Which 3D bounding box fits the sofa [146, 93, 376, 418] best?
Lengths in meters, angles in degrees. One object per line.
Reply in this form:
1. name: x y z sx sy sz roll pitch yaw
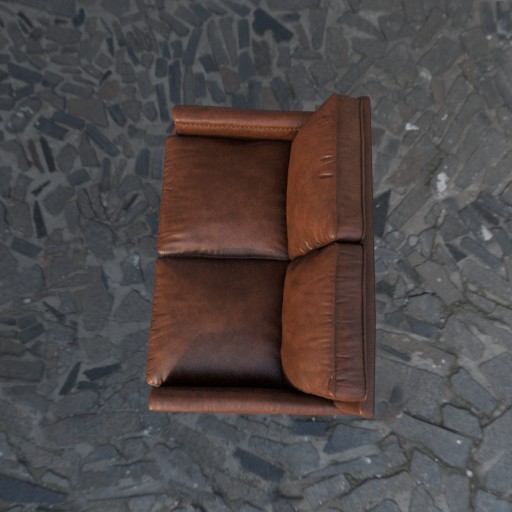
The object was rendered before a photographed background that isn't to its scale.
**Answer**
1. sofa: 0.000 0.000 2.364 1.083 1.003 1.628 2 78 0
